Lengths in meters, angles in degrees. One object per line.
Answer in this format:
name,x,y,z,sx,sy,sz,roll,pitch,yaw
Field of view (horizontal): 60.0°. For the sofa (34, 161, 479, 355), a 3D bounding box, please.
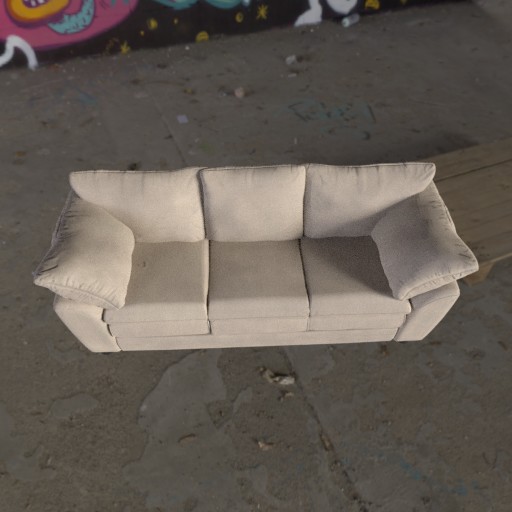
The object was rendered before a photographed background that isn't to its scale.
sofa,0.000,0.000,2.767,2.334,0.996,0.878,-2,46,-2
